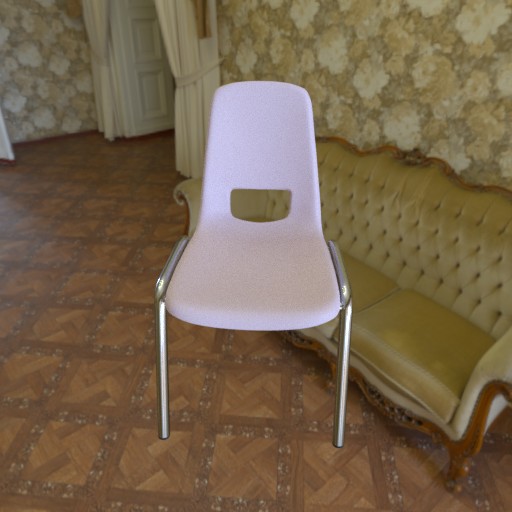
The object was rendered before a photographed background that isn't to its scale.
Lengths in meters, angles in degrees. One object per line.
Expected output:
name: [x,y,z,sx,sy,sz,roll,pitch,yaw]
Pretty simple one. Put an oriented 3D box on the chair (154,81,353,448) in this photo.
chair: [0.000,0.000,0.869,0.354,0.586,0.423,2,31,3]
